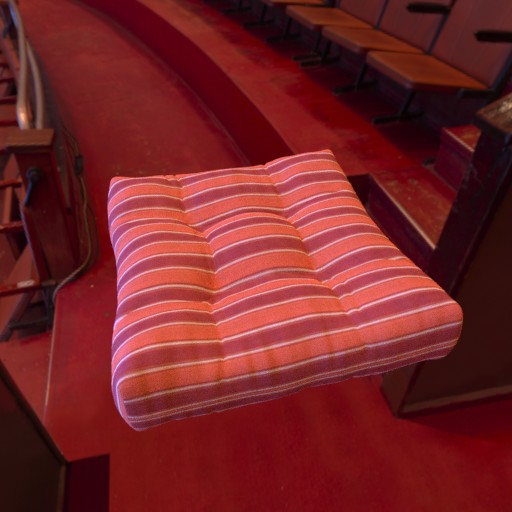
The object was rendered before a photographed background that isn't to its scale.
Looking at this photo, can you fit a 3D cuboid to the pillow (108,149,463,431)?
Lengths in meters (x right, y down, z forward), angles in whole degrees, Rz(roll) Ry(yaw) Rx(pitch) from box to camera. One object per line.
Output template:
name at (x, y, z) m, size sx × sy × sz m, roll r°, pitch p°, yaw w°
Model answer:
pillow at (0.000, 0.000, 0.731) m, size 0.468 × 0.133 × 0.490 m, roll -10°, pitch 42°, yaw -11°
